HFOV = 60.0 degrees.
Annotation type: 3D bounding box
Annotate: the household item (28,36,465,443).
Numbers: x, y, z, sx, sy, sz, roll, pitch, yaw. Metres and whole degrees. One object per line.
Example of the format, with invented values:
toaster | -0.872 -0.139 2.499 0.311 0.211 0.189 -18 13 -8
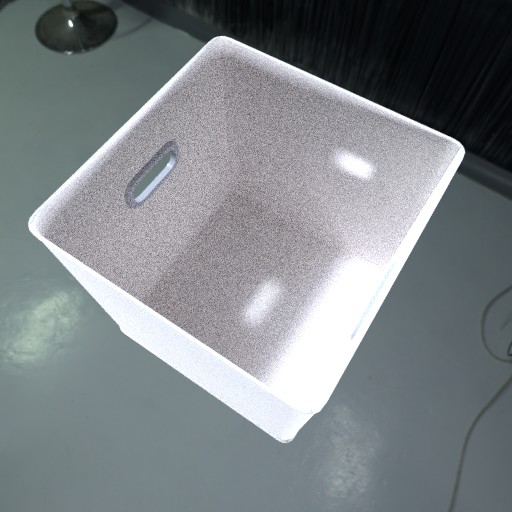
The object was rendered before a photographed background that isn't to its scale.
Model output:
household item | 0.000 0.000 0.548 0.305 0.305 0.305 30 68 14
